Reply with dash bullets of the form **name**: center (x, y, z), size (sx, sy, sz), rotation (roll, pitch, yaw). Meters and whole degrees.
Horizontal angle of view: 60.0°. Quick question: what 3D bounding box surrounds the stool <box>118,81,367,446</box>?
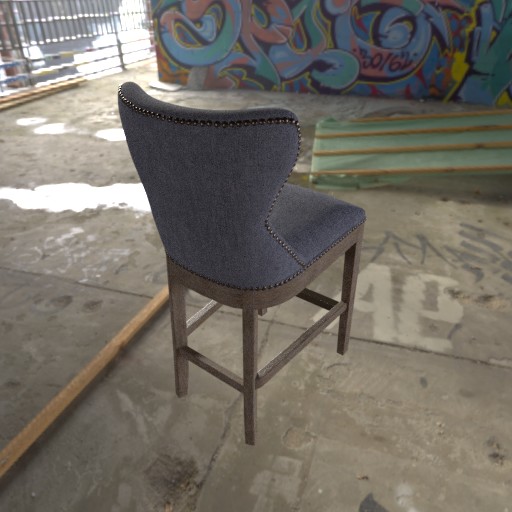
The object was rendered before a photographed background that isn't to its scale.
- **stool**: center (0.000, 0.000, 1.303), size (0.498, 0.981, 0.608), rotation (22, 38, 31)
